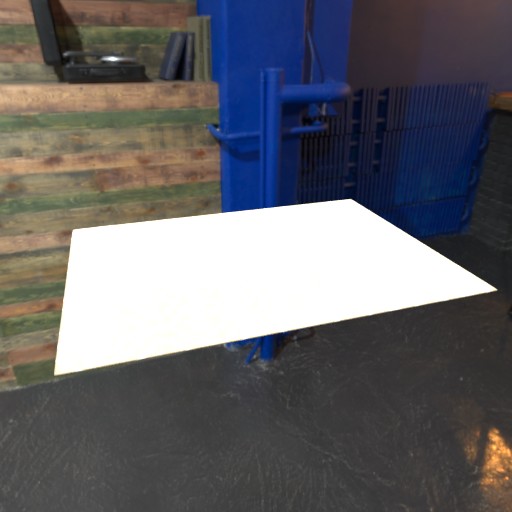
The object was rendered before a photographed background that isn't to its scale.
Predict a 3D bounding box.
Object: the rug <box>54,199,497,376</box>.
[{"bbox_3d":[0.000,0.000,4.186,3.353,0.010,2.438,-8,27,-16],"label":"rug"}]
